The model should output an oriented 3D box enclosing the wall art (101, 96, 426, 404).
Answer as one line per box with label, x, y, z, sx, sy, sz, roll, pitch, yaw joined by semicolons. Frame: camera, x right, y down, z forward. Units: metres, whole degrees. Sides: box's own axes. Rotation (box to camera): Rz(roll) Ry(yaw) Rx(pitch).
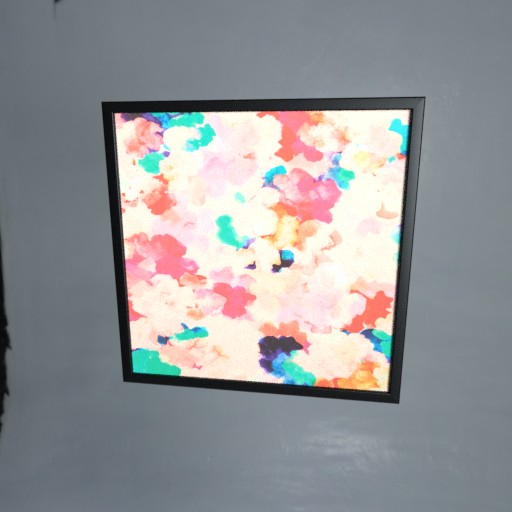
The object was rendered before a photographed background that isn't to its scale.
wall art;0.000;0.000;1.131;0.756;0.755;0.036;2;14;8
